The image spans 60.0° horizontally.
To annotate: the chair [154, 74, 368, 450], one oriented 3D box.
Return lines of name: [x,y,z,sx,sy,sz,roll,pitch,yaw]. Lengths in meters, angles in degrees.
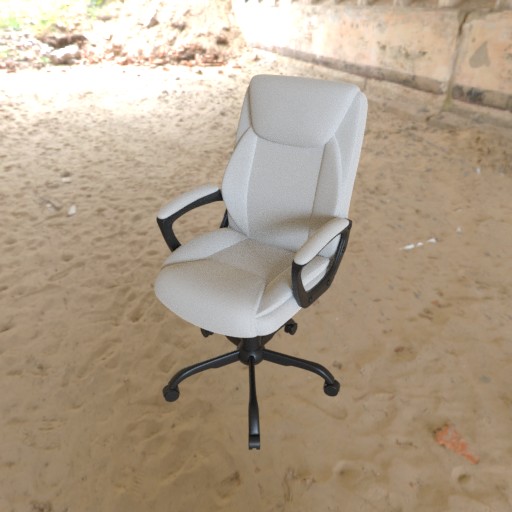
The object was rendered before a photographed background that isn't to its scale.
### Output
chair: [0.000,0.000,1.497,0.663,1.065,0.669,19,35,28]
